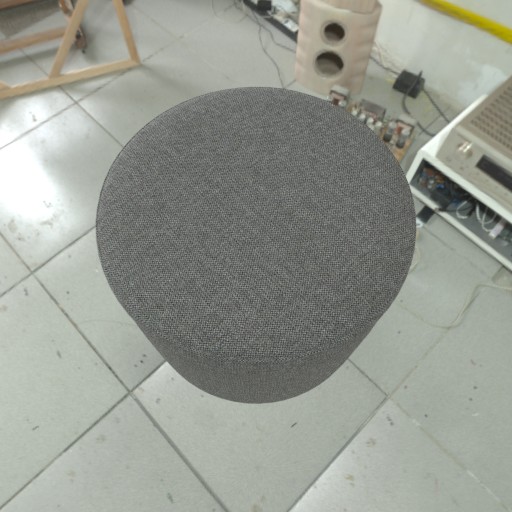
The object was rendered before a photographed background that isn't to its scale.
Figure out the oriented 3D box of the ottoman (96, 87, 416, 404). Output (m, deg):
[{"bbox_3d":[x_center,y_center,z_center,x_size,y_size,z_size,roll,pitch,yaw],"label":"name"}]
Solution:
[{"bbox_3d":[0.000,0.000,0.884,0.520,0.430,0.520,0,64,0],"label":"ottoman"}]
